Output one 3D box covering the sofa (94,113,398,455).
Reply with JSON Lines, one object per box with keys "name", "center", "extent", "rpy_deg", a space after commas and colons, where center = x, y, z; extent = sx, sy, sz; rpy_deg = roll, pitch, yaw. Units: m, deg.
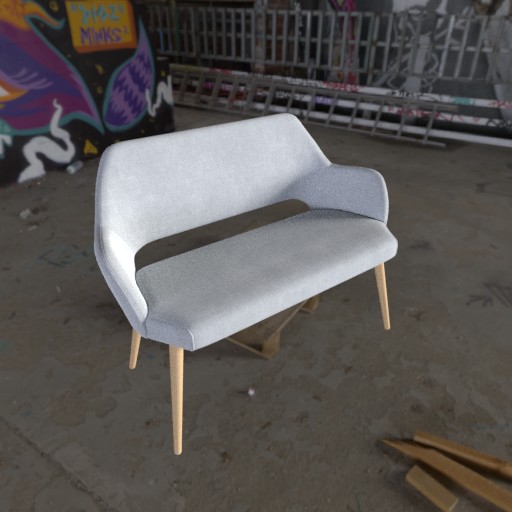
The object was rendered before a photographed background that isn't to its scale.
{"name": "sofa", "center": [0.000, 0.000, 1.644], "extent": [1.150, 0.840, 0.610], "rpy_deg": [-21, 36, -31]}
